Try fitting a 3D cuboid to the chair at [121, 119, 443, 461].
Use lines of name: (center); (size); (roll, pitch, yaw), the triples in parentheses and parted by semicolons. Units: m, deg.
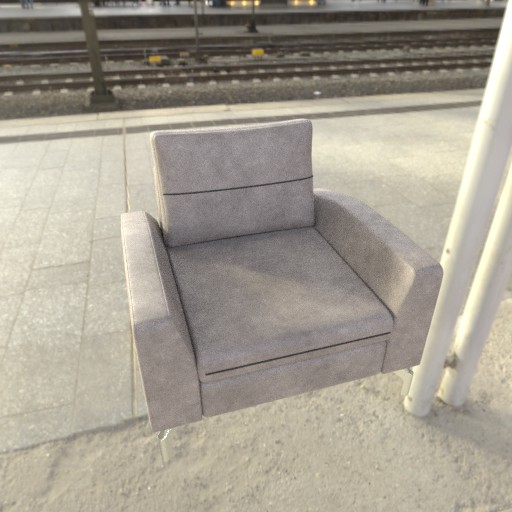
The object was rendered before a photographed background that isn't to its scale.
chair: (0.000, 0.000, 1.591); (0.900, 0.800, 0.900); (-9, 33, -15)
